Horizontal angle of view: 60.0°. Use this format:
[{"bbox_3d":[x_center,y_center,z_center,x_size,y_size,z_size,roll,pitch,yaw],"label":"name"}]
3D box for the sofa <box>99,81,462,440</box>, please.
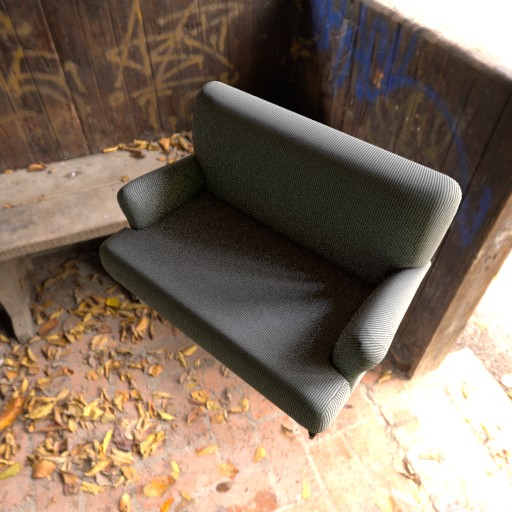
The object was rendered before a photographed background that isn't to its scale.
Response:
[{"bbox_3d":[0.000,0.000,1.835,1.297,0.889,0.779,32,55,26],"label":"sofa"}]
